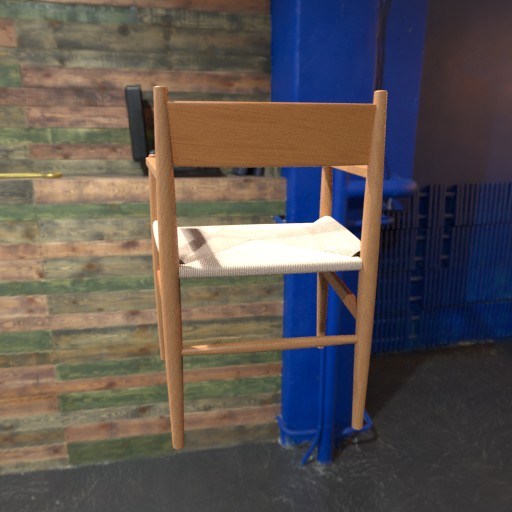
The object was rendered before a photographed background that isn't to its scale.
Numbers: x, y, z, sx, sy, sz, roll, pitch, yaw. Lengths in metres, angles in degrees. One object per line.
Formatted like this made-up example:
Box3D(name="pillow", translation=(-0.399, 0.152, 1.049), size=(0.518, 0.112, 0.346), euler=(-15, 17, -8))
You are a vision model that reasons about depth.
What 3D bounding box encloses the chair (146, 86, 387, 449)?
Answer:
Box3D(name="chair", translation=(0.000, 0.000, 1.140), size=(0.556, 0.762, 0.495), euler=(-2, 15, -9))
